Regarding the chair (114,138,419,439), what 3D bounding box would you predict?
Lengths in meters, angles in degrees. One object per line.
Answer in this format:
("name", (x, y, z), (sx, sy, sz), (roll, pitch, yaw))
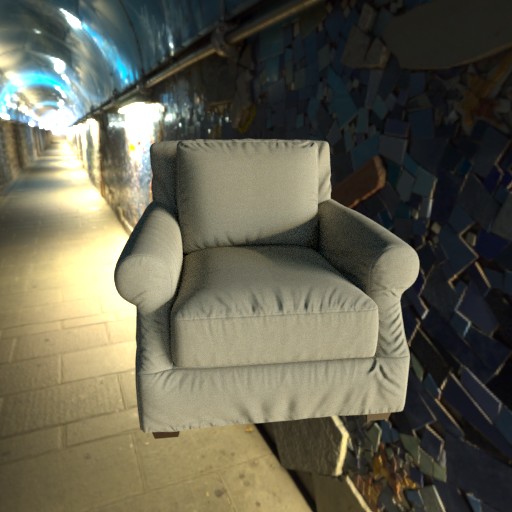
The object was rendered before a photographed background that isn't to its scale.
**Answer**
("chair", (0.000, 0.000, 1.709), (0.940, 0.866, 1.066), (-2, 16, -7))
